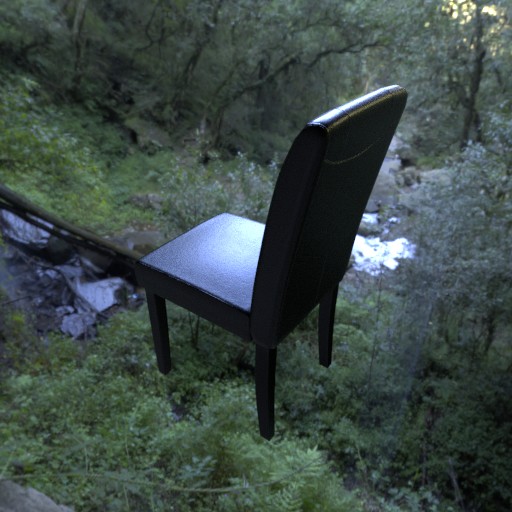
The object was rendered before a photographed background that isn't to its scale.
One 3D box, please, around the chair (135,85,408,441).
[{"bbox_3d":[0.000,0.000,1.203,0.556,0.897,0.399,21,38,30],"label":"chair"}]
